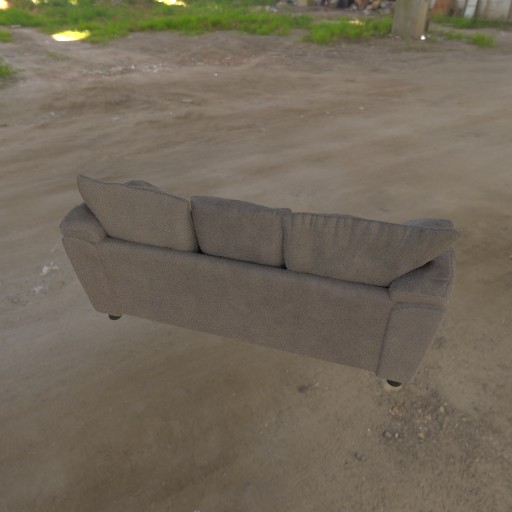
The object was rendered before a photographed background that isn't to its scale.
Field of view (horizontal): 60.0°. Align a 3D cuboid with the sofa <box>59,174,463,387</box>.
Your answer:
[{"bbox_3d":[0.000,0.000,2.851,2.336,1.073,0.878,10,34,15],"label":"sofa"}]
